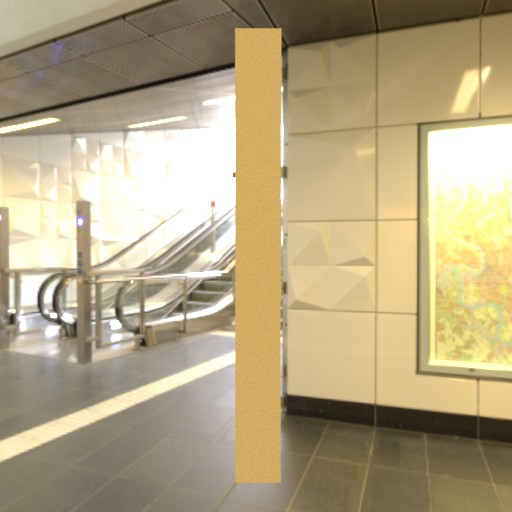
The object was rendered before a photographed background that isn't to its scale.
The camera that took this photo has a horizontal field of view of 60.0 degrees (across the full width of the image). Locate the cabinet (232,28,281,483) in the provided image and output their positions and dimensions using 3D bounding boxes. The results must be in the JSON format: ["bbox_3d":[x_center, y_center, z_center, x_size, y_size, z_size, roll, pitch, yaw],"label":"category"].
[{"bbox_3d":[0.000,0.000,2.047,0.192,1.770,0.643,0,1,0],"label":"cabinet"}]
